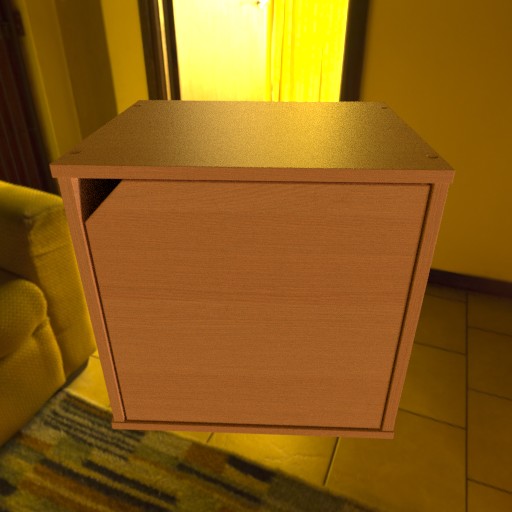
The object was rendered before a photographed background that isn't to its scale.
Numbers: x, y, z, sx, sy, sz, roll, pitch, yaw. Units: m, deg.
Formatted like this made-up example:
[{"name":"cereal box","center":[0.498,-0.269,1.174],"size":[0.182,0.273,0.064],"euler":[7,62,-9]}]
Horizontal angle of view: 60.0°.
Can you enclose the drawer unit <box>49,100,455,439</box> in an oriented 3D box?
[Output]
[{"name":"drawer unit","center":[0.000,0.000,0.591],"size":[0.349,0.344,0.290],"euler":[1,30,2]}]
